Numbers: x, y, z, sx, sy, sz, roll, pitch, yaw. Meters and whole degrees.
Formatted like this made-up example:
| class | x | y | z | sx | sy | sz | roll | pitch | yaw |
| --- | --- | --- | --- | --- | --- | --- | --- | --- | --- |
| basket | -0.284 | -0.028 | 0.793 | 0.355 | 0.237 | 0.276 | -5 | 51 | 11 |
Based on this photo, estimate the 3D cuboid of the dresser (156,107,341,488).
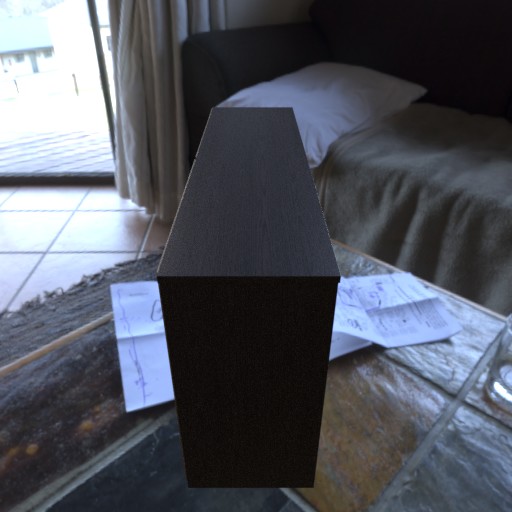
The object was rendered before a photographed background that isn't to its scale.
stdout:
| class | x | y | z | sx | sy | sz | roll | pitch | yaw |
| --- | --- | --- | --- | --- | --- | --- | --- | --- | --- |
| dresser | 0.000 | 0.000 | 1.650 | 0.401 | 0.755 | 1.360 | 0 | 32 | 0 |
